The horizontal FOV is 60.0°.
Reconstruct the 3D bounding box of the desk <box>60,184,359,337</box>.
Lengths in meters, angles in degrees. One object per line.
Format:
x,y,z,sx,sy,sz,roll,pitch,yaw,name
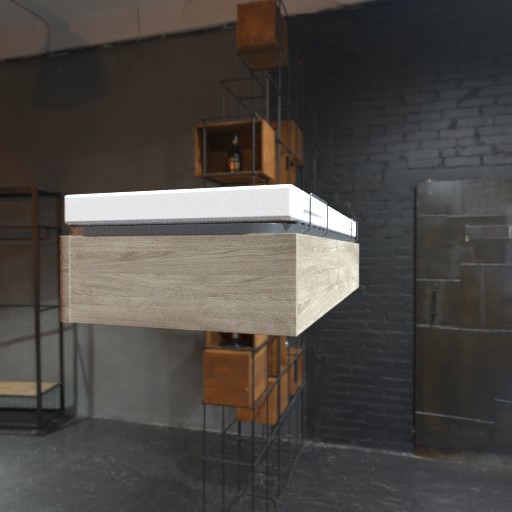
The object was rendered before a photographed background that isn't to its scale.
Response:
0.000,0.000,2.333,0.900,0.455,1.900,0,1,18,desk
